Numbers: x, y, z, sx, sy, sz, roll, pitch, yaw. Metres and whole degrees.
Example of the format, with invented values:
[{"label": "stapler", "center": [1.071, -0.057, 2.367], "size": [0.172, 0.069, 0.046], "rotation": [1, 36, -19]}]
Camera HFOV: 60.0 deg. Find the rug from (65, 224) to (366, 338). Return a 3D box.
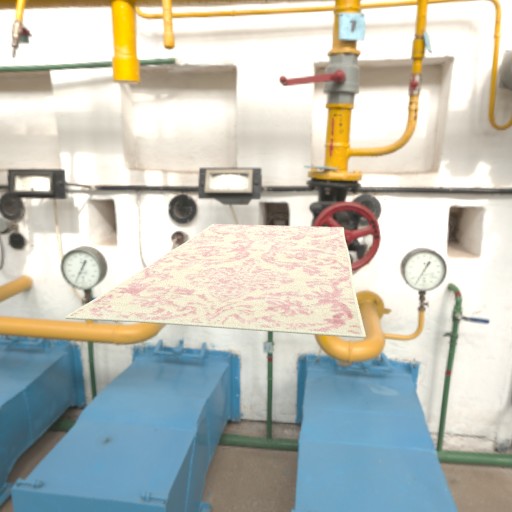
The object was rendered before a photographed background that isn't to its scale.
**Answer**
[{"label": "rug", "center": [0.000, 0.000, 1.448], "size": [0.604, 0.007, 1.219], "rotation": [2, 13, 9]}]
